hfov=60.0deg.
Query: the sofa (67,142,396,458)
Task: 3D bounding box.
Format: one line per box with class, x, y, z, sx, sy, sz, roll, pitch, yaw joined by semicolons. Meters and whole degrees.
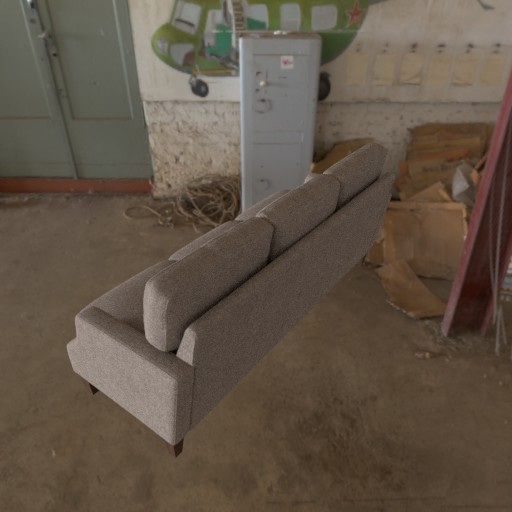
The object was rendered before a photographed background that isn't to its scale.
sofa;0.000;0.000;2.646;0.888;0.984;2.115;22;38;30
